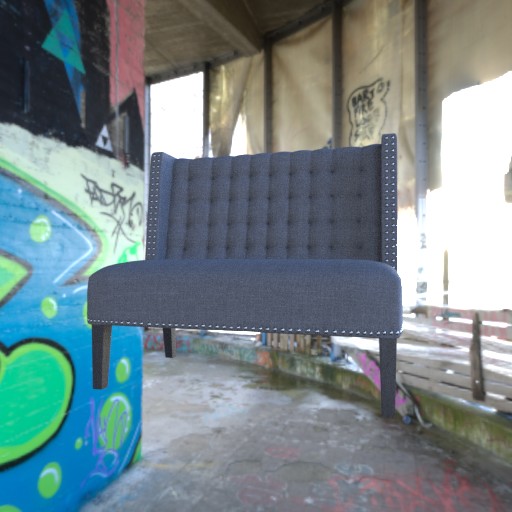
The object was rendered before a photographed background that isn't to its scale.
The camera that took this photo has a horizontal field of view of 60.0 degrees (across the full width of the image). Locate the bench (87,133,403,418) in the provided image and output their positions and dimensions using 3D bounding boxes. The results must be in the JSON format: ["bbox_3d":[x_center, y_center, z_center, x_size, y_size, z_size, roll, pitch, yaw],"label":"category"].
[{"bbox_3d":[0.000,0.000,2.048,1.276,1.121,0.842,0,-1,17],"label":"bench"}]
